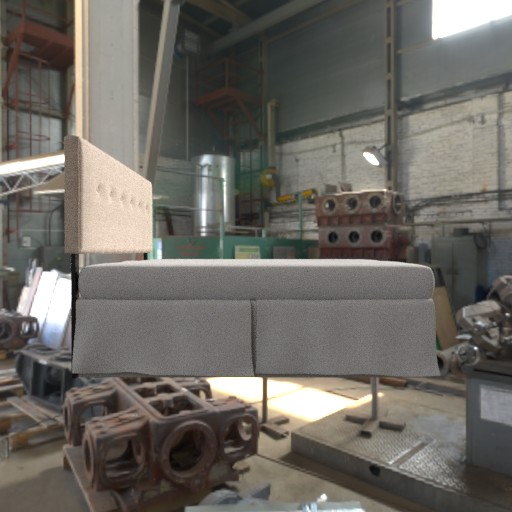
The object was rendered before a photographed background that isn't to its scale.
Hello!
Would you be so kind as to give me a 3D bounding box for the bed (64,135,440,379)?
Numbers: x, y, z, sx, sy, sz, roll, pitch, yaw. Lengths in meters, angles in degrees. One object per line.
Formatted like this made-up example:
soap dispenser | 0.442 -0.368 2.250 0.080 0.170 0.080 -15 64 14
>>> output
bed | 0.000 0.000 3.075 1.978 1.270 1.643 0 1 0
